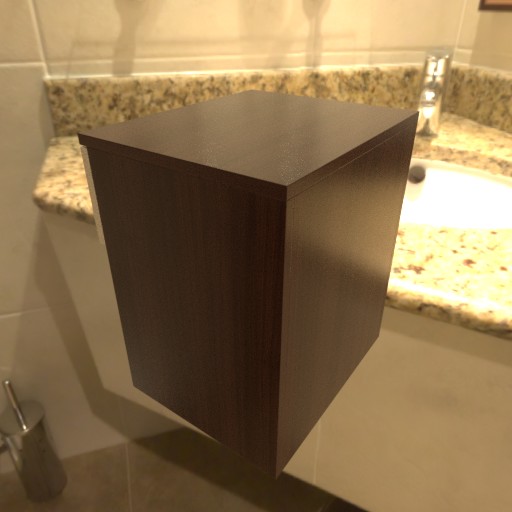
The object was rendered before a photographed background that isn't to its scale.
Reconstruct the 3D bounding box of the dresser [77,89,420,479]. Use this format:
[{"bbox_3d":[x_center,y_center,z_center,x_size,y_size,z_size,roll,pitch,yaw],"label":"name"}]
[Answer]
[{"bbox_3d":[0.000,0.000,0.779,0.360,0.470,0.400,20,36,30],"label":"dresser"}]
